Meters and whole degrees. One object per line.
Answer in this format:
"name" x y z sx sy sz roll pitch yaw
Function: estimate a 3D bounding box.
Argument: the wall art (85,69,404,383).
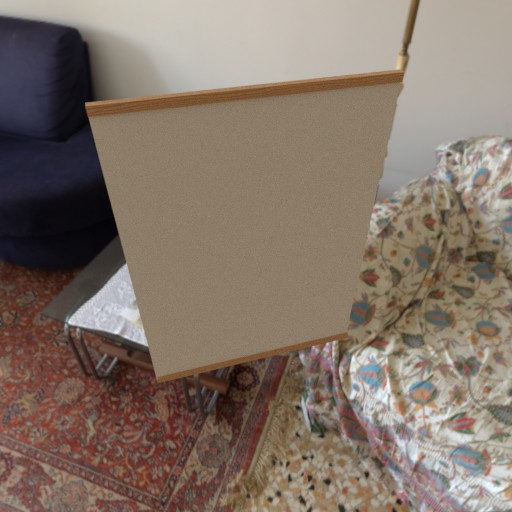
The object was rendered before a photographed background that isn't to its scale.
"wall art" 0.000 0.000 1.333 0.739 1.016 0.020 -11 42 -12
